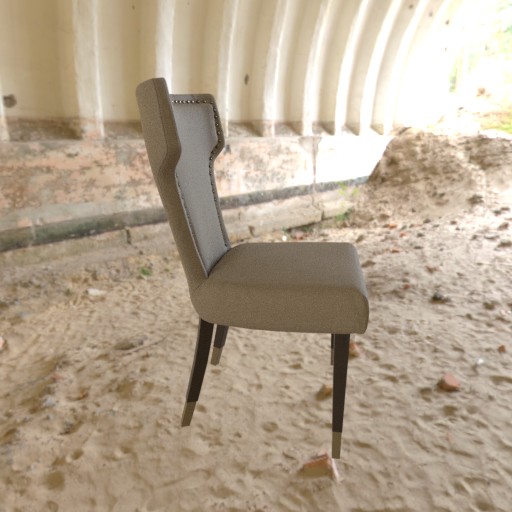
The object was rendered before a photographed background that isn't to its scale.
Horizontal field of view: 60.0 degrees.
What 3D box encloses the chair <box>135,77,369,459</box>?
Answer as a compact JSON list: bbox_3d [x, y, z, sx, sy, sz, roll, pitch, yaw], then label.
[{"bbox_3d":[0.000,0.000,1.328,0.630,0.955,0.526,2,16,8],"label":"chair"}]
